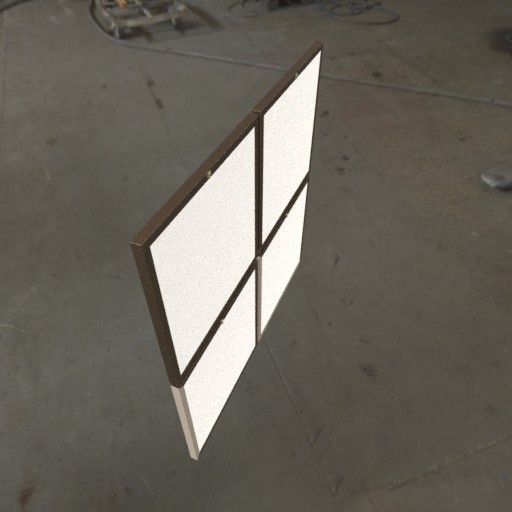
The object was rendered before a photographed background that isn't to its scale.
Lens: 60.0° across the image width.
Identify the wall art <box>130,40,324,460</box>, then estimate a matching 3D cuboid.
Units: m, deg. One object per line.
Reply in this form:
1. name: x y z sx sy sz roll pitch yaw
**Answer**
1. wall art: 0.000 0.000 1.479 0.030 1.032 1.032 18 48 17
